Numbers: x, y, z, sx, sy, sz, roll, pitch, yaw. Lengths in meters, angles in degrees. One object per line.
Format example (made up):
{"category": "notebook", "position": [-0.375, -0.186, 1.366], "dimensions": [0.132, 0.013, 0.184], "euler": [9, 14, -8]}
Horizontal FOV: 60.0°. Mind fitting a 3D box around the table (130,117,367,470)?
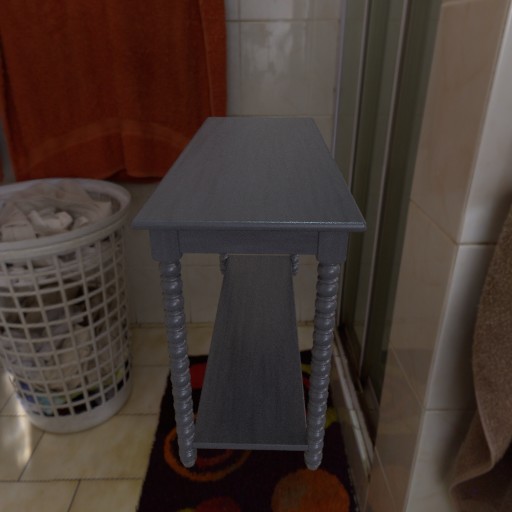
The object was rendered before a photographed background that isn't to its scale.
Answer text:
{"category": "table", "position": [0.000, 0.000, 1.526], "dimensions": [0.459, 0.735, 1.184], "euler": [1, 27, 1]}
